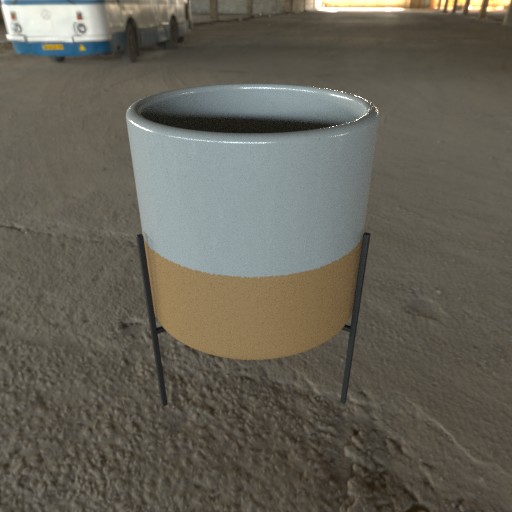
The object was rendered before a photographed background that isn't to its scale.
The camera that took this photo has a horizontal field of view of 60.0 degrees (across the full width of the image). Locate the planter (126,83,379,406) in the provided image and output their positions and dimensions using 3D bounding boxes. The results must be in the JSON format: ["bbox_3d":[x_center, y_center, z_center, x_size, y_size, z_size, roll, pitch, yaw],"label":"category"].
[{"bbox_3d":[0.000,0.000,0.648,0.310,0.432,0.310,7,31,12],"label":"planter"}]
